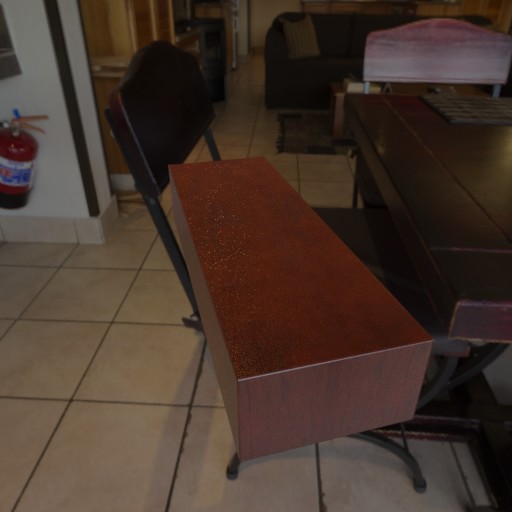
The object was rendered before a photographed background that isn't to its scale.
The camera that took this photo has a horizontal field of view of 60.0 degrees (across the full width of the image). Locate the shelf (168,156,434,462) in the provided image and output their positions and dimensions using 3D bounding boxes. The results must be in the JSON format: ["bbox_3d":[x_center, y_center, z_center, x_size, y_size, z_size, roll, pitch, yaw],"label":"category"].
[{"bbox_3d":[0.000,0.000,0.529,0.152,0.088,0.457,-8,31,-13],"label":"shelf"}]
